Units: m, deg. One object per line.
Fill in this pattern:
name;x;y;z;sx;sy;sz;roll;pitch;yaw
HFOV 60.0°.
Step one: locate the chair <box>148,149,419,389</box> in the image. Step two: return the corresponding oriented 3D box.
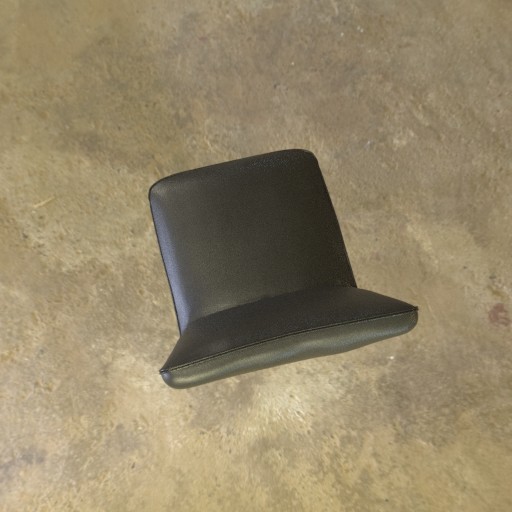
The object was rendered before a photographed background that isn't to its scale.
chair;0.000;0.000;1.231;0.543;0.801;0.645;-18;75;-5
